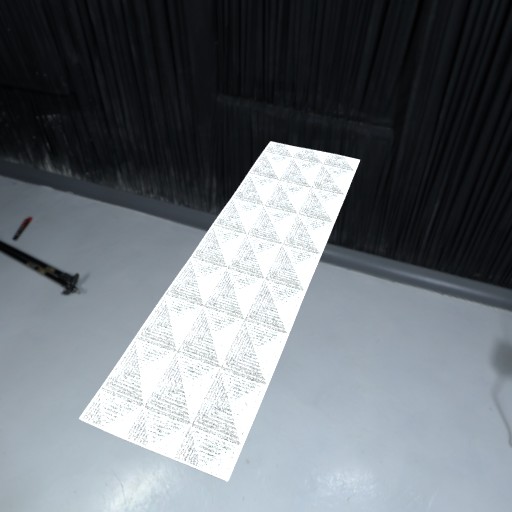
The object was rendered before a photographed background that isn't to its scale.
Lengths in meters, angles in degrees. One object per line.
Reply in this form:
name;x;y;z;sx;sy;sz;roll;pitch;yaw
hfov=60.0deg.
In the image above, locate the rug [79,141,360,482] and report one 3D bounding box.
rug;0.000;0.000;2.365;0.645;0.015;2.182;16;48;15
